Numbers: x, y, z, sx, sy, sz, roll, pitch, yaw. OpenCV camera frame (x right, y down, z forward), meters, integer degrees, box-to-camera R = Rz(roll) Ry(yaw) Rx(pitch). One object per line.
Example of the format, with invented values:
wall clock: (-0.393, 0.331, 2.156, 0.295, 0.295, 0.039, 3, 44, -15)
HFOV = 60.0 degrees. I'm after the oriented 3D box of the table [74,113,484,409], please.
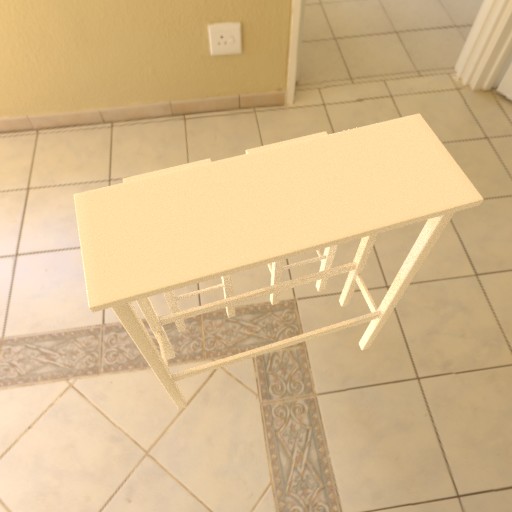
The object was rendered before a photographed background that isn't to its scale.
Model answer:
table: (0.000, 0.000, 1.580, 0.915, 1.065, 0.650, -15, 60, -9)
